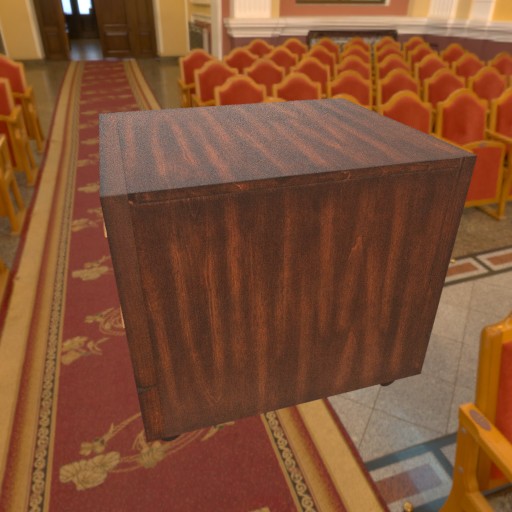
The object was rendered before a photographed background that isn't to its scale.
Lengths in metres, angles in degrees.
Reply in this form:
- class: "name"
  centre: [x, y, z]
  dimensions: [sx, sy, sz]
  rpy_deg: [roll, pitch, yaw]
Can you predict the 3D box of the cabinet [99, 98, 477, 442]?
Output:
- class: "cabinet"
  centre: [0.000, 0.000, 0.814]
  dimensions: [0.500, 0.455, 0.402]
  rpy_deg: [-9, 32, -15]
